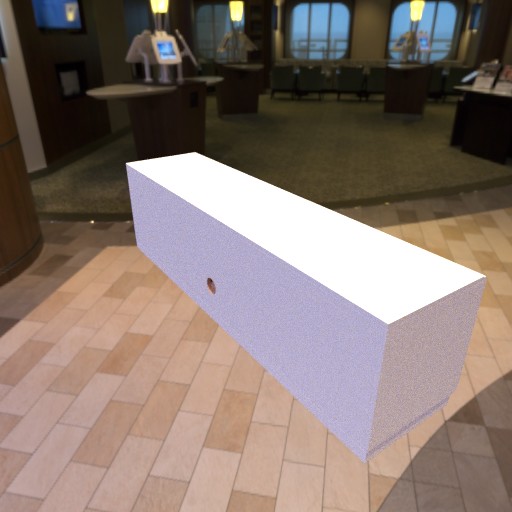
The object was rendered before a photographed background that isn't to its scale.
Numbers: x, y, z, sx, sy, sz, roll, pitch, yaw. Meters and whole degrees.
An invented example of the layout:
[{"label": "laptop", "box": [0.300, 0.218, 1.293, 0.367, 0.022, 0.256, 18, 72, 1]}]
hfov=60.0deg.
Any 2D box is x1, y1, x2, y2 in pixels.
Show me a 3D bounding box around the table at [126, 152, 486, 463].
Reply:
[{"label": "table", "box": [0.000, 0.000, 1.699, 0.400, 0.440, 1.550, -17, 32, -31]}]
